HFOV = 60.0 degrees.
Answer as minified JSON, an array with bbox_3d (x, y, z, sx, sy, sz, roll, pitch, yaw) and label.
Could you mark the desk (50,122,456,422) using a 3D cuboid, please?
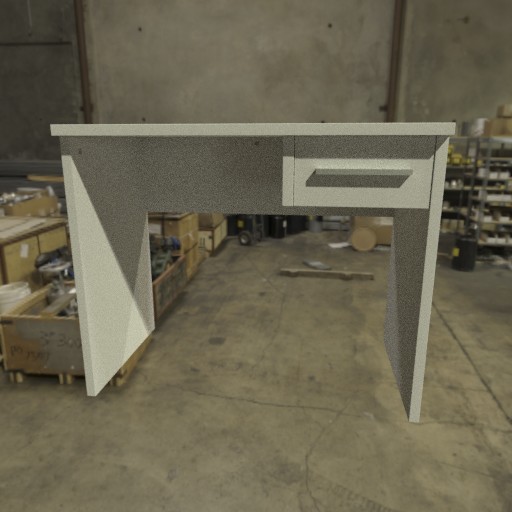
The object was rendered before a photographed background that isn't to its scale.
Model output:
[{"bbox_3d":[0.000,0.000,1.304,0.900,0.729,0.498,2,15,8],"label":"desk"}]
